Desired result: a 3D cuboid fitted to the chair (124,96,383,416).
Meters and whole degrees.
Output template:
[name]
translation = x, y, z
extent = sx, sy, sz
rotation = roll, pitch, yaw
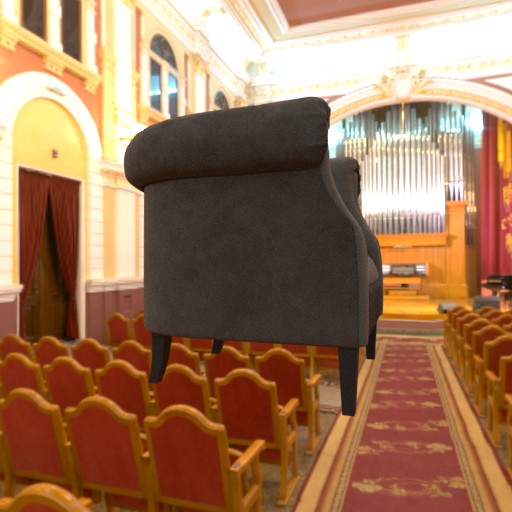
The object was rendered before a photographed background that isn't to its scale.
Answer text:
[chair]
translation = 0.000, 0.000, 1.595
extent = 0.851, 0.826, 0.904
rotation = 0, -1, 19
